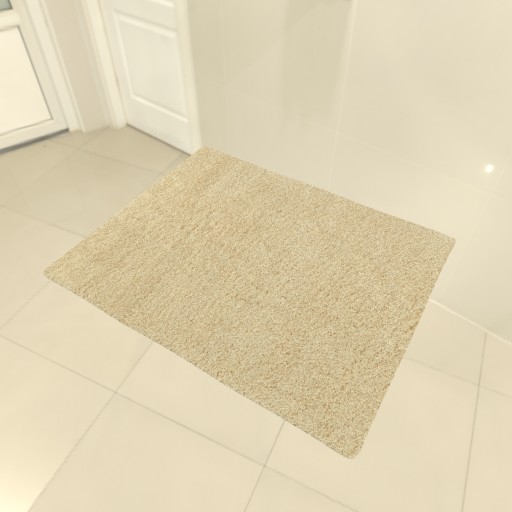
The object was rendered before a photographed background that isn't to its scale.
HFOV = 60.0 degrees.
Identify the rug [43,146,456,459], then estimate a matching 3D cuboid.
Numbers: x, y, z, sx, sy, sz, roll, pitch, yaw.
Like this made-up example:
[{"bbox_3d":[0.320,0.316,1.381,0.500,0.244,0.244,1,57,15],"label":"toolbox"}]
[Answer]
[{"bbox_3d":[0.000,0.000,4.066,3.001,0.025,2.401,25,51,22],"label":"rug"}]
